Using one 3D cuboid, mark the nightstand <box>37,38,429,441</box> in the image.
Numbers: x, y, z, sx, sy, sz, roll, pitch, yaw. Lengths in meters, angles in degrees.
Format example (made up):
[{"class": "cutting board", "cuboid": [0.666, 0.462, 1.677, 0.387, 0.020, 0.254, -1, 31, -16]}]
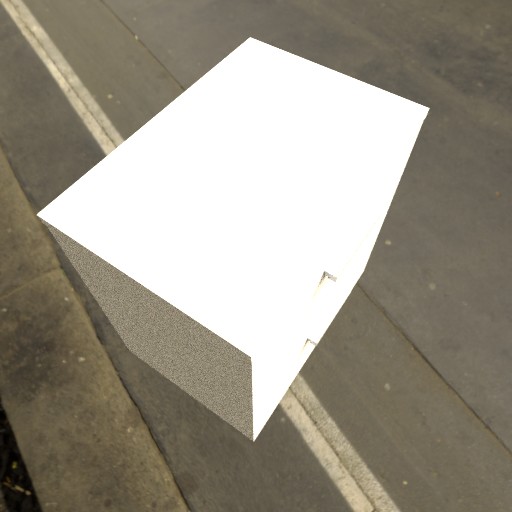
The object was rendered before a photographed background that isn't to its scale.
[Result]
[{"class": "nightstand", "cuboid": [0.000, 0.000, 0.766, 0.325, 0.460, 0.441, 30, 62, 18]}]
